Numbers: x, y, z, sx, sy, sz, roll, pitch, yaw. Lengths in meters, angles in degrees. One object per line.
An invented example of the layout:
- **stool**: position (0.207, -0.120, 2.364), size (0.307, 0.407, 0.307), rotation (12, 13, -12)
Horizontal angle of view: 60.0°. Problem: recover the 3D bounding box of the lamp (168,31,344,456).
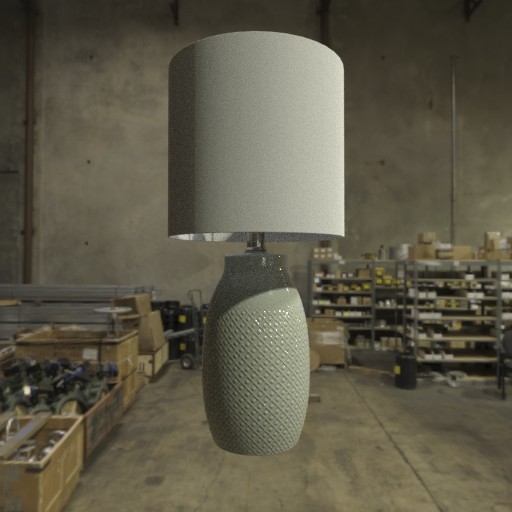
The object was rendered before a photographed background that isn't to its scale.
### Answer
- **lamp**: position (0.000, 0.000, 0.554), size (0.217, 0.453, 0.217), rotation (0, -1, 1)
